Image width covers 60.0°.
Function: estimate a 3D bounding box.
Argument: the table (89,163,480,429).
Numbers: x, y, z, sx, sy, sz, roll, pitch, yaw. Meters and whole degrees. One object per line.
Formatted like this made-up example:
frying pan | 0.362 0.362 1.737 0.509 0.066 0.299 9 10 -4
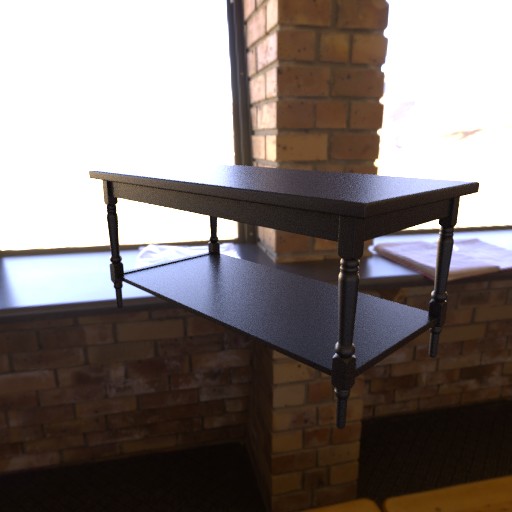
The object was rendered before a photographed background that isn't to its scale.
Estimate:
table | 0.000 0.000 1.416 0.550 0.510 1.107 -15 21 -43
